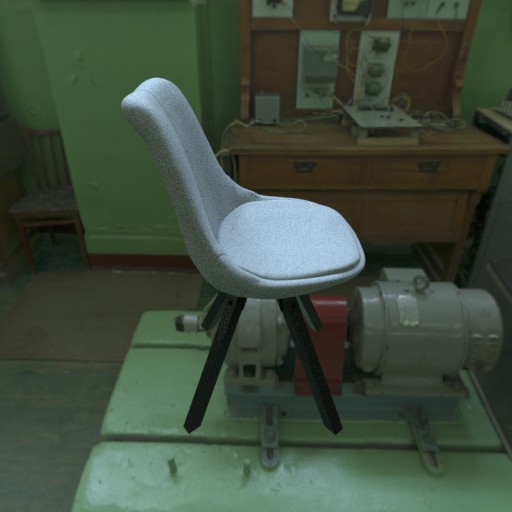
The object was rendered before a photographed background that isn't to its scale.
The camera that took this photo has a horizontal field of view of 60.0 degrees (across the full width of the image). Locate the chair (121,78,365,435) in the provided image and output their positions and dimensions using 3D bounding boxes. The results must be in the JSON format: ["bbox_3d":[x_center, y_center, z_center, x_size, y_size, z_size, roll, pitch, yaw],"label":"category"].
[{"bbox_3d":[0.000,0.000,1.172,0.550,0.850,0.485,0,31,0],"label":"chair"}]
